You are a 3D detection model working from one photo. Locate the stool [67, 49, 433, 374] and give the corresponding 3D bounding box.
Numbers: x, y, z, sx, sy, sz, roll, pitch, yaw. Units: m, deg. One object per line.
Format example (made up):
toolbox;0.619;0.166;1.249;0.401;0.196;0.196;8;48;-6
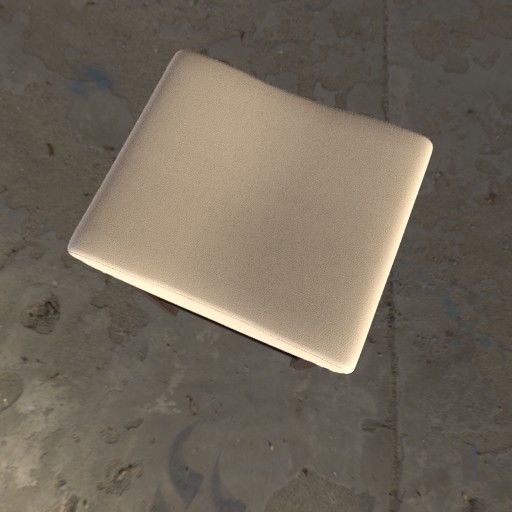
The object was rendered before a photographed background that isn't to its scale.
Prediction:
stool;0.000;0.000;1.044;0.471;0.762;0.401;22;76;6
